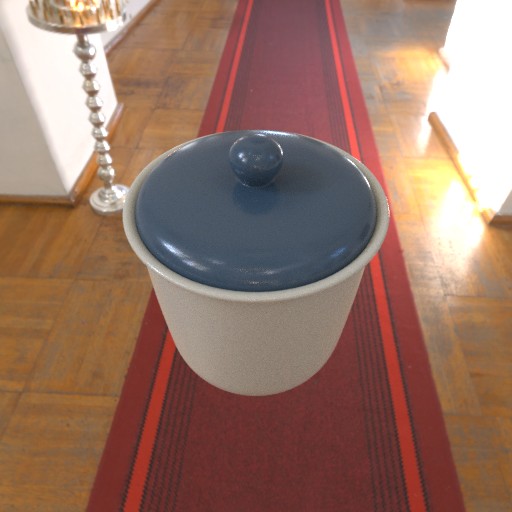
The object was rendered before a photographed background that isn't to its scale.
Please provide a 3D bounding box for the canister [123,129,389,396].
[{"bbox_3d":[0.000,0.000,0.350,0.182,0.208,0.182,0,46,0],"label":"canister"}]
